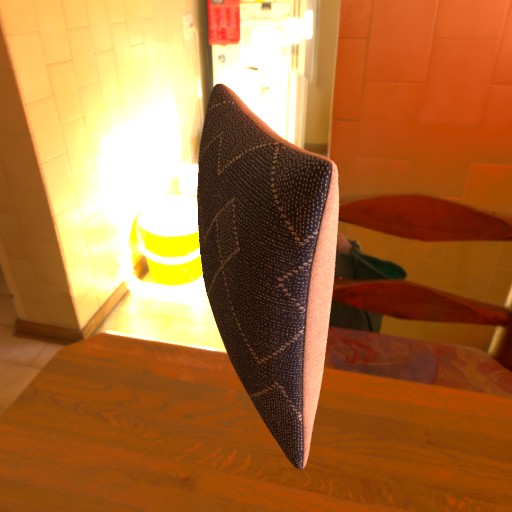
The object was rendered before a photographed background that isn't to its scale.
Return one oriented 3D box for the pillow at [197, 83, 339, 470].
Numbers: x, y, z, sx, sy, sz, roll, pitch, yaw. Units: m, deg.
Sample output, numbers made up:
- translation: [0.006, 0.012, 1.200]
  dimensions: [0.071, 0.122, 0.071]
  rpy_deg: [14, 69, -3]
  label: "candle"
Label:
- translation: [0.000, 0.000, 0.669]
  dimensions: [0.148, 0.428, 0.435]
  rpy_deg: [-9, 32, -15]
  label: "pillow"
